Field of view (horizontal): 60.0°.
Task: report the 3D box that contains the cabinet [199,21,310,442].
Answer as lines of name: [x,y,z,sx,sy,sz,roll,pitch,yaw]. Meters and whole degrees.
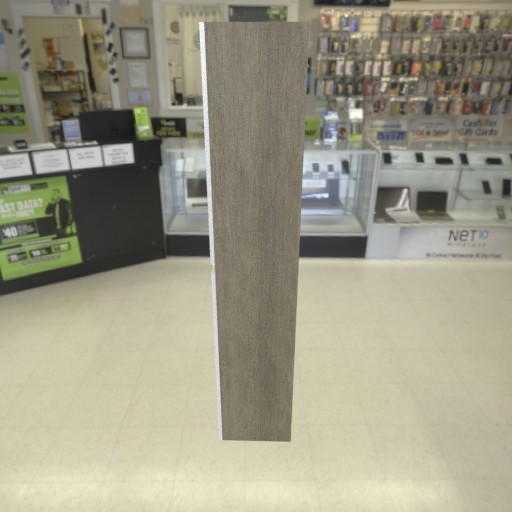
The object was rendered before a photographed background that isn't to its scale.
cabinet: [0.000,0.000,1.513,0.270,1.400,0.300,1,25,2]
